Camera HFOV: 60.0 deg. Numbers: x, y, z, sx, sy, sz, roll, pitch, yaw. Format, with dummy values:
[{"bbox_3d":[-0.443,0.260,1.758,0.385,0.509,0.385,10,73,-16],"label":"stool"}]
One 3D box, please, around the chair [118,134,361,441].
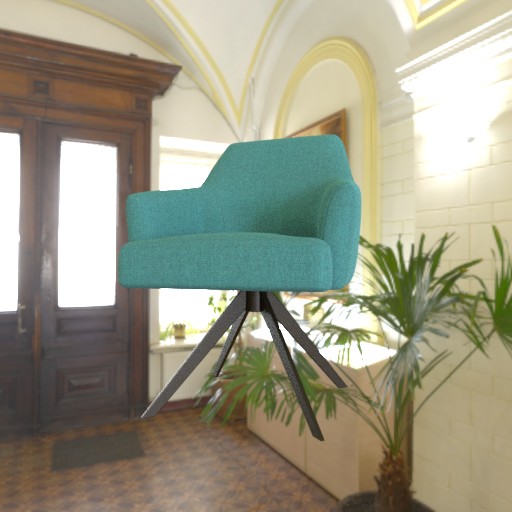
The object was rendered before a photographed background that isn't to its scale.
[{"bbox_3d":[0.000,0.000,1.349,0.642,0.874,0.677,0,-1,18],"label":"chair"}]
